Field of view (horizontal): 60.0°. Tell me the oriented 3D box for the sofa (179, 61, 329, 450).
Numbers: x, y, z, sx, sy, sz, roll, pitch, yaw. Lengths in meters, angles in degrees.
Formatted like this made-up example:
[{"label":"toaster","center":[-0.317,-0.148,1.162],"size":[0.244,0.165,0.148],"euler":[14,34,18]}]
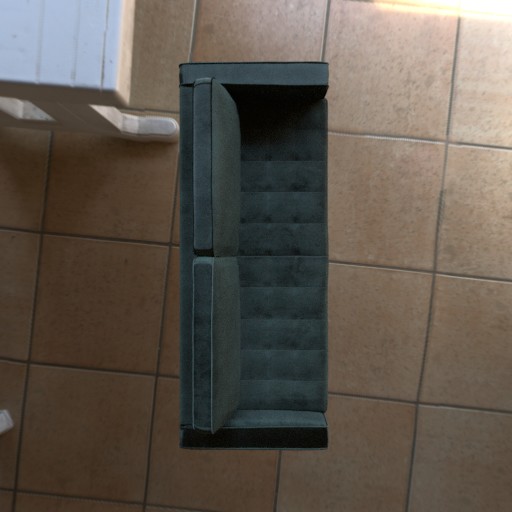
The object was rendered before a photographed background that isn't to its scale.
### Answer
[{"label":"sofa","center":[0.000,0.000,2.684],"size":[0.886,0.781,2.214],"euler":[0,90,0]}]
